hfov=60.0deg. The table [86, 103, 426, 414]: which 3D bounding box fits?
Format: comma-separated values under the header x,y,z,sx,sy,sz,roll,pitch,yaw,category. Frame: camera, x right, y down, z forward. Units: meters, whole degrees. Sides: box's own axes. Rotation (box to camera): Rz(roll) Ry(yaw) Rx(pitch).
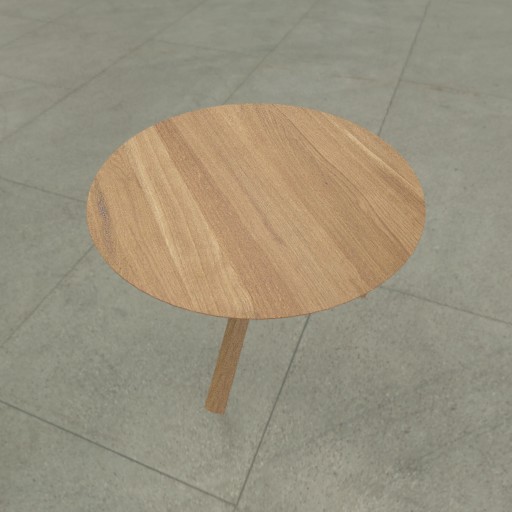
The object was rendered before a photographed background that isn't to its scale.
x,y,z,sx,sy,sz,roll,pitch,yaw,category
0.000,0.000,1.642,1.038,0.666,1.038,0,47,0,table
